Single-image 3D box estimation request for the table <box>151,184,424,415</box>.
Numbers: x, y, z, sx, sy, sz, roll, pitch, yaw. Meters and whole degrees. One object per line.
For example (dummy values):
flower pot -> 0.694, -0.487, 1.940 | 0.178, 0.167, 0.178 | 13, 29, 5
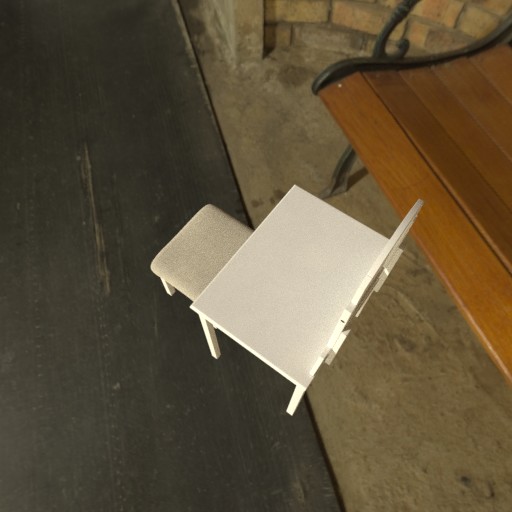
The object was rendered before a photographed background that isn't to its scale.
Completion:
table -> 0.000, 0.000, 2.295 | 1.211, 1.631, 0.876 | 33, 67, 16
